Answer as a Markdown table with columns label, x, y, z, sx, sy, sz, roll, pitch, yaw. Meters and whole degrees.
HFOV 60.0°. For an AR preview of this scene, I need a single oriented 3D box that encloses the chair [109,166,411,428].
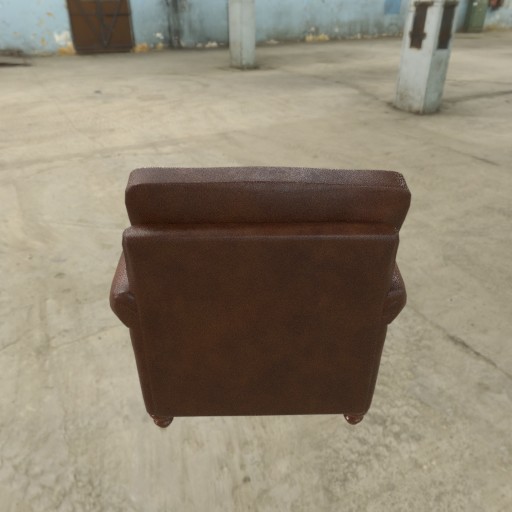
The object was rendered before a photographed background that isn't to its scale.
| label | x | y | z | sx | sy | sz | roll | pitch | yaw |
| --- | --- | --- | --- | --- | --- | --- | --- | --- | --- |
| chair | 0.000 | 0.000 | 1.807 | 0.989 | 0.972 | 0.992 | -1 | 30 | -1 |
